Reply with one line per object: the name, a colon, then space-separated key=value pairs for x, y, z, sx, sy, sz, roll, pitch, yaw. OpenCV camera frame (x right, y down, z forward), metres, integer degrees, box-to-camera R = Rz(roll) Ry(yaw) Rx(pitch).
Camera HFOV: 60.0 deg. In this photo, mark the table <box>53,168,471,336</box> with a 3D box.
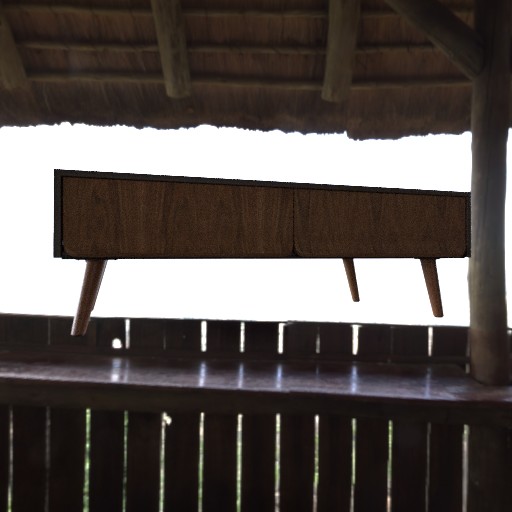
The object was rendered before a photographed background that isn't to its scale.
table: x=0.000 y=0.000 z=1.526 sx=1.201 sy=0.404 sz=0.703 roll=0 pitch=0 yaw=-18
